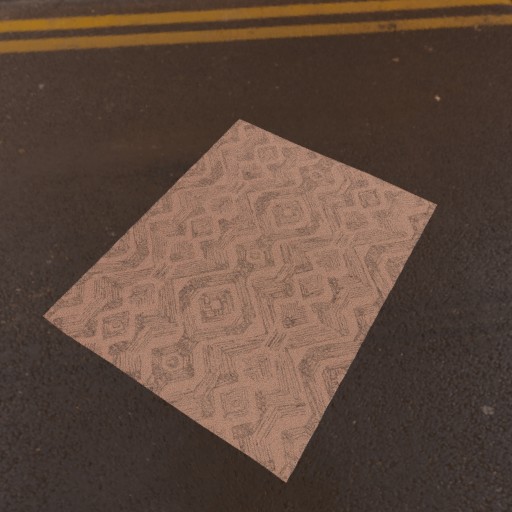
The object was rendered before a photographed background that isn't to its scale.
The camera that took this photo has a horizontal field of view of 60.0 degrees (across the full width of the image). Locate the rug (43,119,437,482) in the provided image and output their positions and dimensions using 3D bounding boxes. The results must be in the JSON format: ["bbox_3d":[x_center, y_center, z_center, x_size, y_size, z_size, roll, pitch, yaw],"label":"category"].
[{"bbox_3d":[0.000,0.000,4.167,2.430,0.030,3.054,28,61,17],"label":"rug"}]
